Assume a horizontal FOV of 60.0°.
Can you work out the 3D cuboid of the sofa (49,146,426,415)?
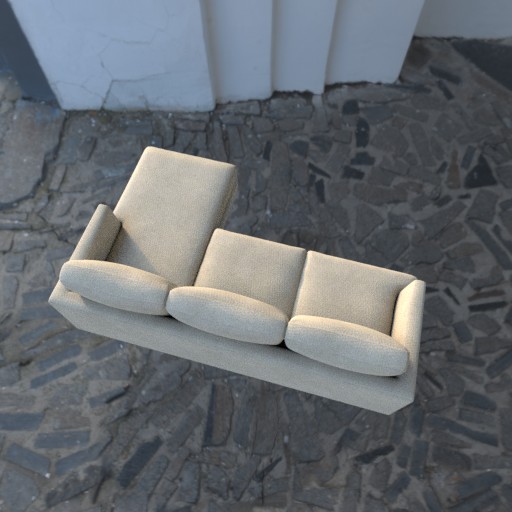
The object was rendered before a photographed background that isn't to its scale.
[{"bbox_3d":[0.000,0.000,3.085,2.233,0.956,1.504,14,63,7],"label":"sofa"}]
